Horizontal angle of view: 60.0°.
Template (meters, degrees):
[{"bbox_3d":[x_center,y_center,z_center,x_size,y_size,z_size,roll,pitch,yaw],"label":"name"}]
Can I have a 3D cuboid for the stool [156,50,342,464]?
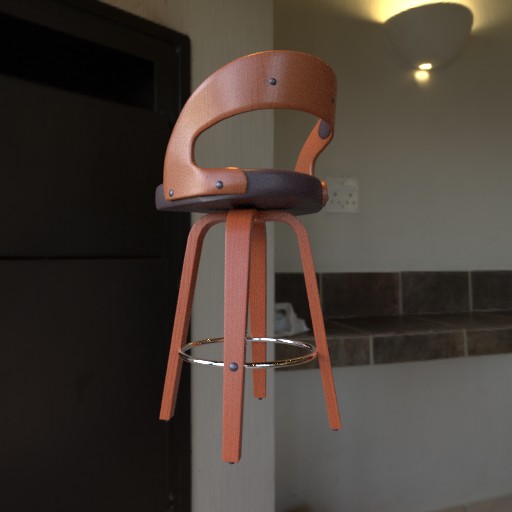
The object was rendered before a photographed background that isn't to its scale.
[{"bbox_3d":[0.000,0.000,1.217,0.457,0.940,0.457,1,-1,-36],"label":"stool"}]
